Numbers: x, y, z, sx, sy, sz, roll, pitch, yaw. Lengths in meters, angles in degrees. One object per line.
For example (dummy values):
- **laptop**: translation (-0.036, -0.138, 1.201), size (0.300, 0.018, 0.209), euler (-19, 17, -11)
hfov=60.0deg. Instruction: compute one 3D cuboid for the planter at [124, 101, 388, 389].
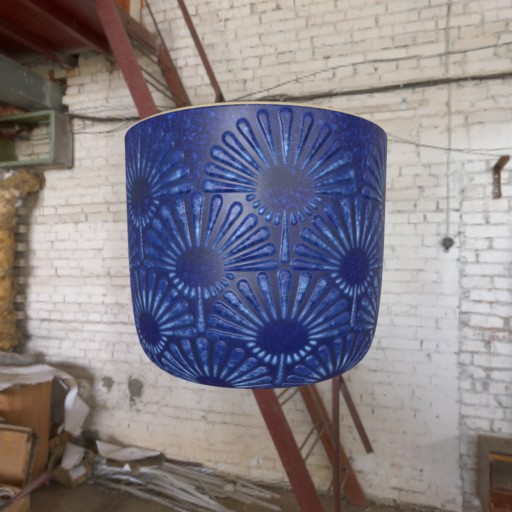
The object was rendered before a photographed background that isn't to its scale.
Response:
- **planter**: translation (0.000, 0.000, 0.217), size (0.124, 0.109, 0.124), euler (0, 0, 0)
